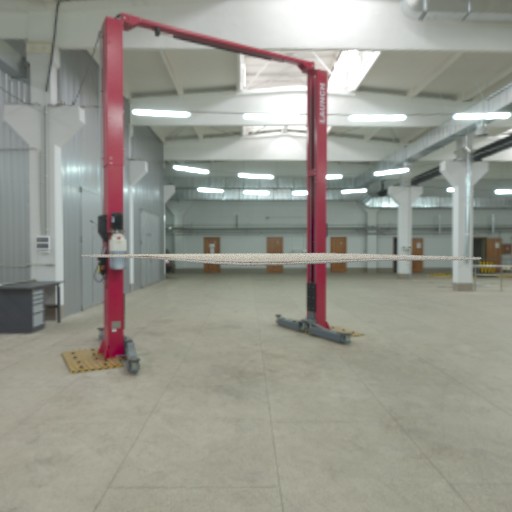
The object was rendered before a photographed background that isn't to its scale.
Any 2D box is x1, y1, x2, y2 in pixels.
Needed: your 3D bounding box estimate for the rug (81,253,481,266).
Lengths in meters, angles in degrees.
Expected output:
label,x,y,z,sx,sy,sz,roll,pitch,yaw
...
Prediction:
label,x,y,z,sx,sy,sz,roll,pitch,yaw
rug,0.000,0.000,4.319,2.434,0.045,3.202,-1,1,-36
